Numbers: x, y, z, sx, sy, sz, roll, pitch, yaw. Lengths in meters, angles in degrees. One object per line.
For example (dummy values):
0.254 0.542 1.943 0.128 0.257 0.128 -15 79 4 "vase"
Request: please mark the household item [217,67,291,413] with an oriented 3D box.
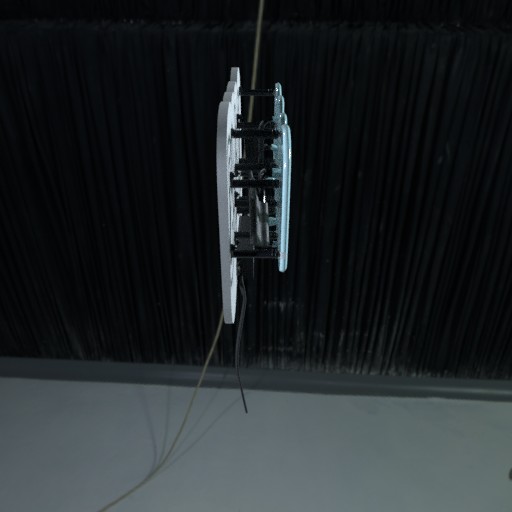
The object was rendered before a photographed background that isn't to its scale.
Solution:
0.000 0.000 0.398 0.042 0.294 0.211 0 31 0 "household item"
